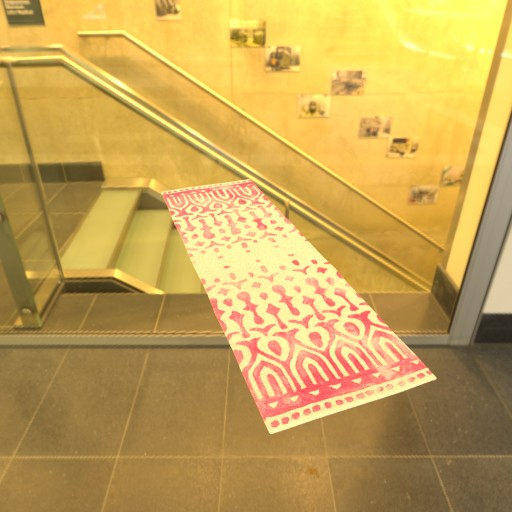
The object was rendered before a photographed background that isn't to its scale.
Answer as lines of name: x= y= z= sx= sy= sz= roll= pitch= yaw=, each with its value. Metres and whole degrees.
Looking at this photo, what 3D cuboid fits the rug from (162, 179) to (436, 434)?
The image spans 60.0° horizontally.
rug: x=0.000 y=0.000 z=2.759 sx=0.787 sy=0.011 sz=2.458 roll=-10 pitch=33 yaw=-17
